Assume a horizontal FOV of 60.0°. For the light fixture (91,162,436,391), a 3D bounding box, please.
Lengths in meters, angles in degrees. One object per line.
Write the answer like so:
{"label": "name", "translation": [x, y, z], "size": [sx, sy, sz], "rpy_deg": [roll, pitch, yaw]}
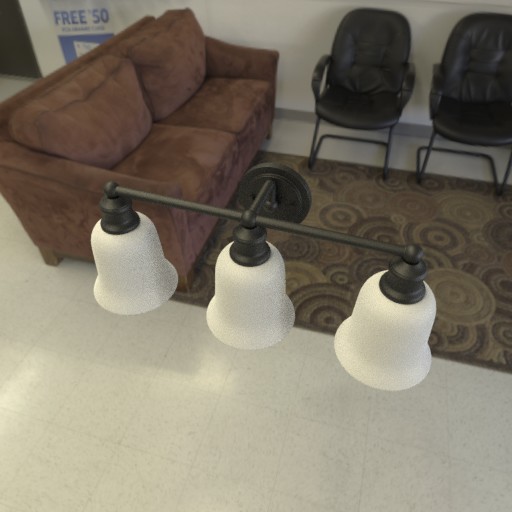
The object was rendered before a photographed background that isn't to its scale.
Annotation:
{"label": "light fixture", "translation": [0.000, 0.000, 0.675], "size": [0.570, 0.211, 0.198], "rpy_deg": [13, 44, 14]}
